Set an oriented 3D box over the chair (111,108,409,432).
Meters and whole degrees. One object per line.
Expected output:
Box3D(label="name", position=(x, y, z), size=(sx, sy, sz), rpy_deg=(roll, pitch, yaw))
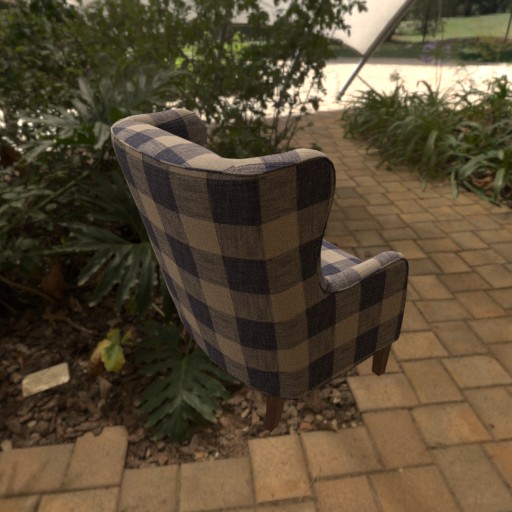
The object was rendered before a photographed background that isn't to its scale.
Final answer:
Box3D(label="chair", position=(0.000, 0.000, 1.729), size=(0.889, 1.041, 0.830), rpy_deg=(-18, 33, -31))
